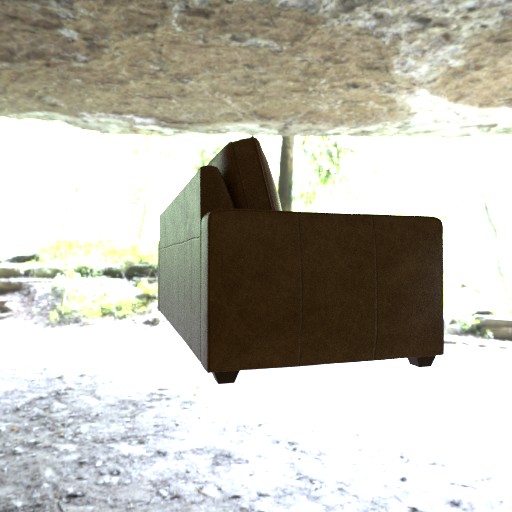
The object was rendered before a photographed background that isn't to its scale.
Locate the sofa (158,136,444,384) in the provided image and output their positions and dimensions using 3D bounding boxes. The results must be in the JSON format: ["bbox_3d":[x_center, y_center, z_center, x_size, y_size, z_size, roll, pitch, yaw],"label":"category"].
[{"bbox_3d":[0.000,0.000,2.654,0.991,0.928,2.156,0,-1,-17],"label":"sofa"}]
